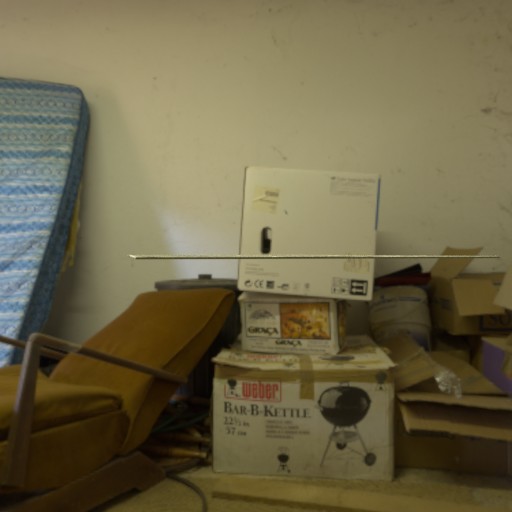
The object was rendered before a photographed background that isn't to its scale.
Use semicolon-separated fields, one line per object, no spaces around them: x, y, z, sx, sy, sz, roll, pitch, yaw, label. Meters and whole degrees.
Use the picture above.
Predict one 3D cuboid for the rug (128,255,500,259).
0.000;0.000;2.771;1.522;0.008;2.284;0;0;-17;rug
